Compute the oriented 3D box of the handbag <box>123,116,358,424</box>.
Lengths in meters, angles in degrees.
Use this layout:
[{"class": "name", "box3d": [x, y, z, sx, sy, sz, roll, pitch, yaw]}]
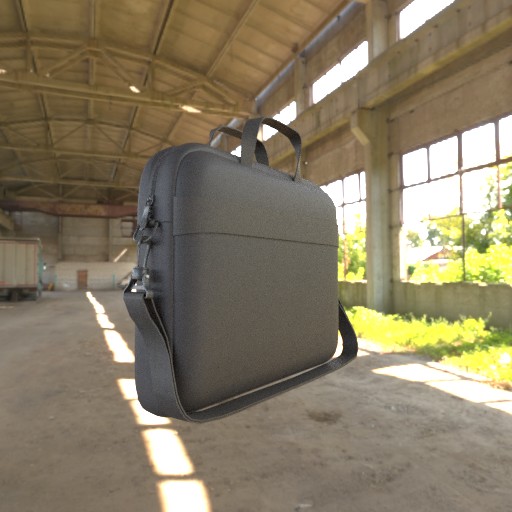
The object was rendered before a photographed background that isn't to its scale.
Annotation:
[{"class": "handbag", "box3d": [0.000, 0.000, 0.590, 0.126, 0.330, 0.429, -1, -3, 35]}]
